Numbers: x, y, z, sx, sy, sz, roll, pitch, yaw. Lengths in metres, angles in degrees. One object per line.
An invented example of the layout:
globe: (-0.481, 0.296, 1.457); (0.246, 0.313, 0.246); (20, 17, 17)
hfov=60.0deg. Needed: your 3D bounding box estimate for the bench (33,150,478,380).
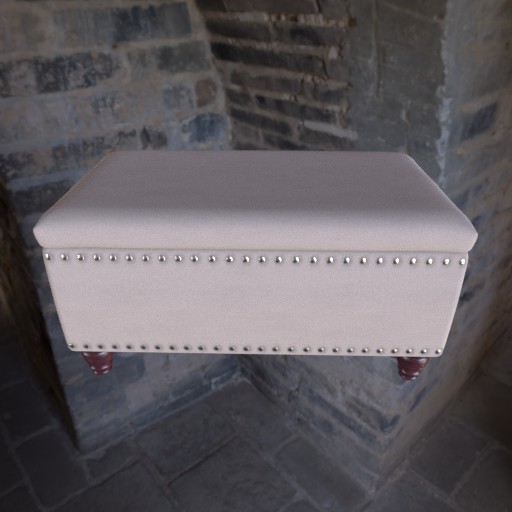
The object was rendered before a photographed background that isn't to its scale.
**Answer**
bench: (0.000, 0.000, 1.182); (0.887, 0.449, 0.500); (1, 30, 1)
